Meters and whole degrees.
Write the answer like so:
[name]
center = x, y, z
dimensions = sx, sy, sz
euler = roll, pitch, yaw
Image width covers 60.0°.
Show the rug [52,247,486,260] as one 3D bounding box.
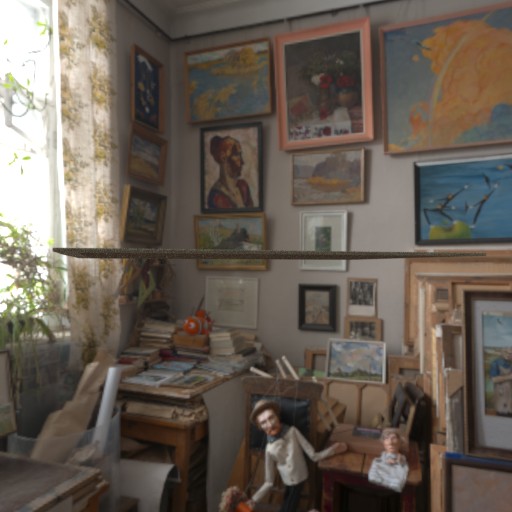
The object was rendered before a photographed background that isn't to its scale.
[rug]
center = 0.000, 0.000, 2.924
dimensions = 2.297, 0.018, 1.532
euler = 0, -1, -18
